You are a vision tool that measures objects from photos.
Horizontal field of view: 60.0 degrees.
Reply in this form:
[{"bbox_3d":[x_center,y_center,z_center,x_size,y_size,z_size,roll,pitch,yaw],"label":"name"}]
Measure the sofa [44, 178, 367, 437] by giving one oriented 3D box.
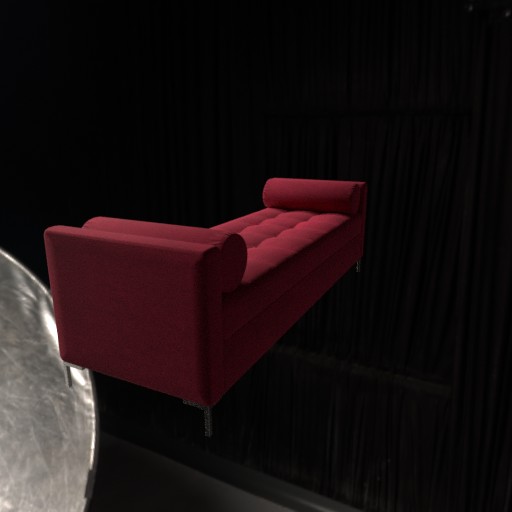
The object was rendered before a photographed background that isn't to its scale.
[{"bbox_3d":[0.000,0.000,2.330,0.686,0.635,1.981,8,17,26],"label":"sofa"}]
